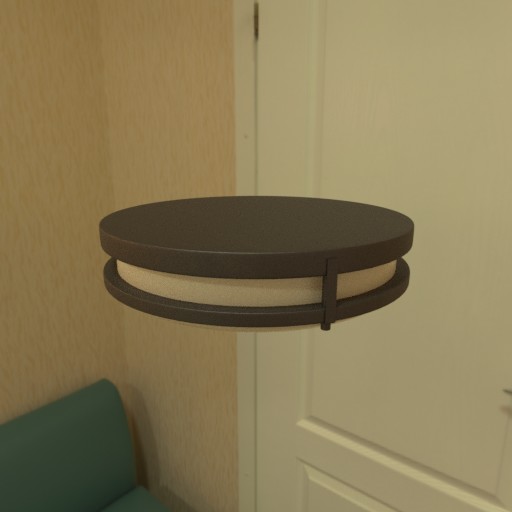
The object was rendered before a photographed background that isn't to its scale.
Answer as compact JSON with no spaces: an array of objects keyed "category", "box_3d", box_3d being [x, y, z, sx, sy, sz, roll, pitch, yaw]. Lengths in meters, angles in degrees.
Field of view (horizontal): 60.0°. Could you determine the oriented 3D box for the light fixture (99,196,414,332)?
[{"category":"light fixture","box_3d":[0.000,0.000,0.539,0.356,0.102,0.356,0,15,0]}]
